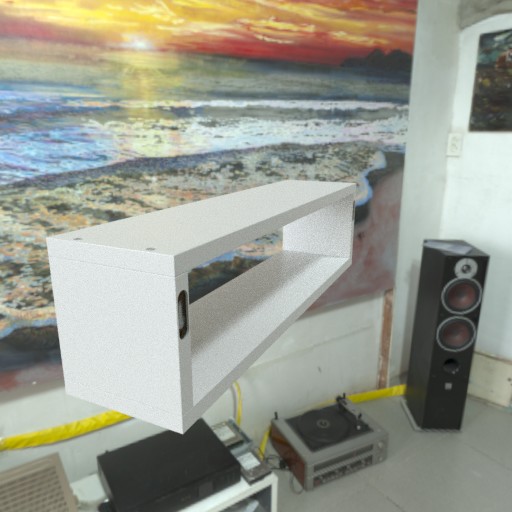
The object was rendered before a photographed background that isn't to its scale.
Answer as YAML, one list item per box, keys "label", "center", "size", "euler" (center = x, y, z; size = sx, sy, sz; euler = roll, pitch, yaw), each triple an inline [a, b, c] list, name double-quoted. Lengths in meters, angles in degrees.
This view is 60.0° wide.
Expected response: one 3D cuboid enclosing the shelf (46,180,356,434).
- label: "shelf"
  center: [0.000, 0.000, 0.679]
  size: [0.150, 0.170, 0.610]
  euler: [7, 17, 25]
